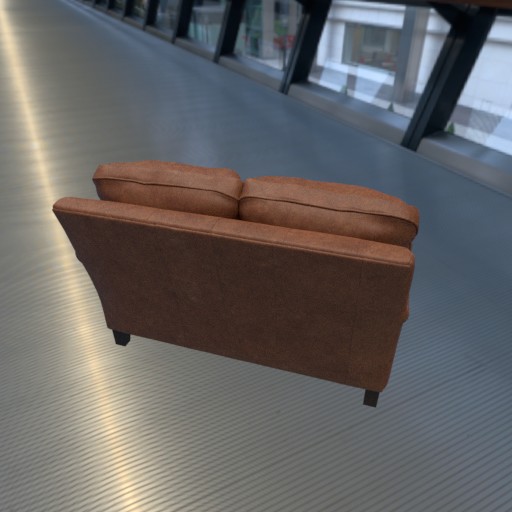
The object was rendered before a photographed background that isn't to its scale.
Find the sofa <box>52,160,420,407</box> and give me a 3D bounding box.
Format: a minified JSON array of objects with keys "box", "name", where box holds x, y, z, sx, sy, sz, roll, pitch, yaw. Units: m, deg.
[{"box":[0.000,0.000,2.258,1.527,1.004,1.077,10,34,15],"name":"sofa"}]
